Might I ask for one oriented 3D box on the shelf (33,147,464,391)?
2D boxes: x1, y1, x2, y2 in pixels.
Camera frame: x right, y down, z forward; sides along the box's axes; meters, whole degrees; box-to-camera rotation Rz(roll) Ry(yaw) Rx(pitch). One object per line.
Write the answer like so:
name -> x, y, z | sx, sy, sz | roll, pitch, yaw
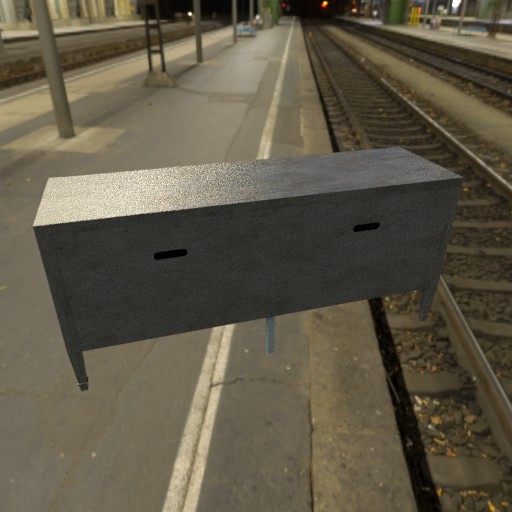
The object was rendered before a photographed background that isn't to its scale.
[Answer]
shelf -> 0.000, 0.000, 1.934 | 1.575, 0.719, 0.479 | -8, 30, -14
